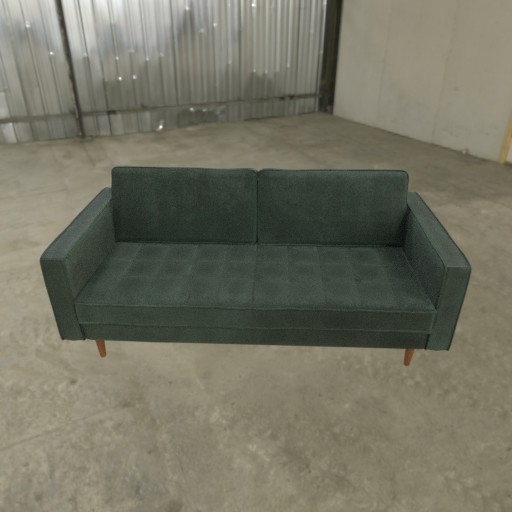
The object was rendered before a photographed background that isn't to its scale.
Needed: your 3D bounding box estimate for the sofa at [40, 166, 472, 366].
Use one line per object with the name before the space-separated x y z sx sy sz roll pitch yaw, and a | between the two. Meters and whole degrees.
sofa | 0.000 0.000 2.272 1.816 0.781 0.886 1 29 2
